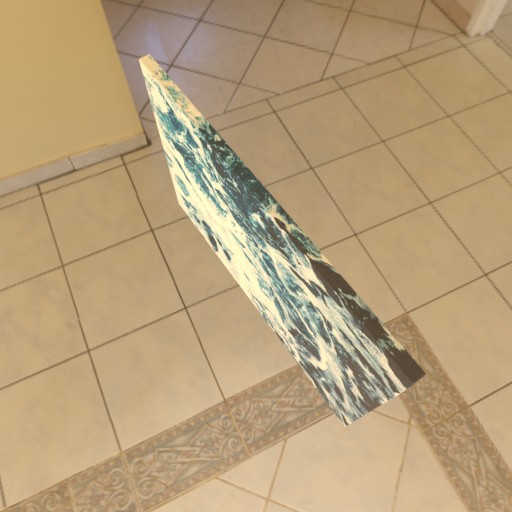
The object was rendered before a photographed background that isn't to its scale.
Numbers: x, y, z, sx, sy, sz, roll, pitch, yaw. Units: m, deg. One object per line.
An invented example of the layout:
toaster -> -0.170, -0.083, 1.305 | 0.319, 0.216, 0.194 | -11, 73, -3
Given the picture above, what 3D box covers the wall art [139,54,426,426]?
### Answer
wall art -> 0.000, 0.000, 1.909 | 0.055, 1.017, 1.524 | -32, 67, -15
